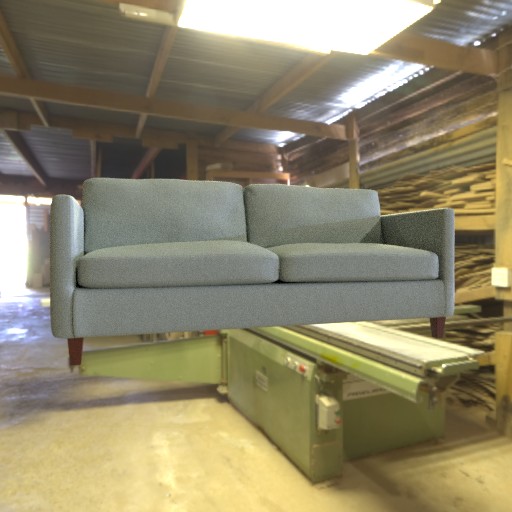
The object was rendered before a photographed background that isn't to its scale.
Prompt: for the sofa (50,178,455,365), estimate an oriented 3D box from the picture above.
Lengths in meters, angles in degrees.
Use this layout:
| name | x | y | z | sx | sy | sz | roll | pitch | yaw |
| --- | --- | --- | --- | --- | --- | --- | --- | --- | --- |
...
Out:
| name | x | y | z | sx | sy | sz | roll | pitch | yaw |
| --- | --- | --- | --- | --- | --- | --- | --- | --- | --- |
| sofa | 0.000 | 0.000 | 2.704 | 2.208 | 0.965 | 0.951 | 0 | 1 | -18 |
